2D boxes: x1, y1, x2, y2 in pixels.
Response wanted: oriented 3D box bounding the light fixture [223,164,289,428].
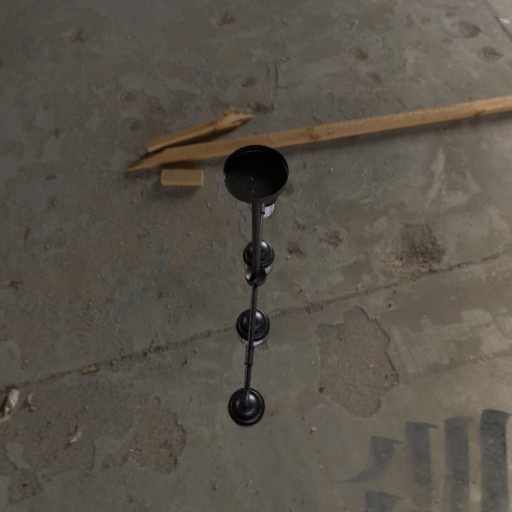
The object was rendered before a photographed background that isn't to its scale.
[{"bbox_3d":[0.000,0.000,1.237,0.131,0.785,0.852,4,64,2],"label":"light fixture"}]
